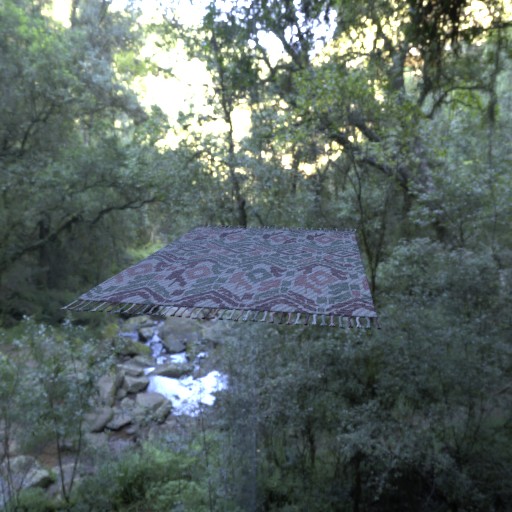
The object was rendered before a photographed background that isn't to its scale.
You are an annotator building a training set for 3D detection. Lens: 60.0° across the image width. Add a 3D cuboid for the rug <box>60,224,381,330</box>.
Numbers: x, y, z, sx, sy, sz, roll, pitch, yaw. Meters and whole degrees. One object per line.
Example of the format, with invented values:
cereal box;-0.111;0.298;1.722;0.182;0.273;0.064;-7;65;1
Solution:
rug;0.000;0.000;3.135;1.524;0.011;2.438;2;14;9
